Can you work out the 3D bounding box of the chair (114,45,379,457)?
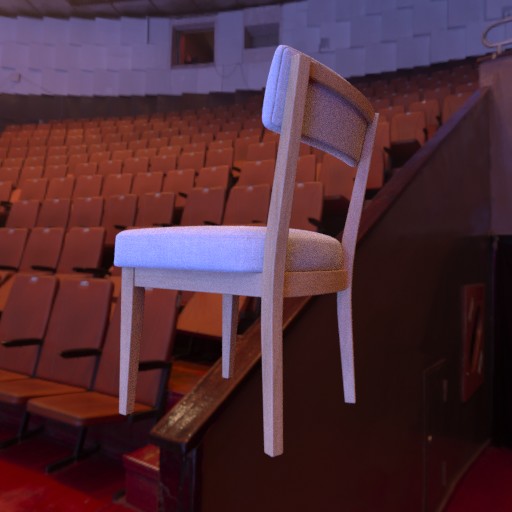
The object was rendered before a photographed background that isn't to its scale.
[{"bbox_3d":[0.000,0.000,1.188,0.572,0.832,0.508,0,-1,34],"label":"chair"}]
